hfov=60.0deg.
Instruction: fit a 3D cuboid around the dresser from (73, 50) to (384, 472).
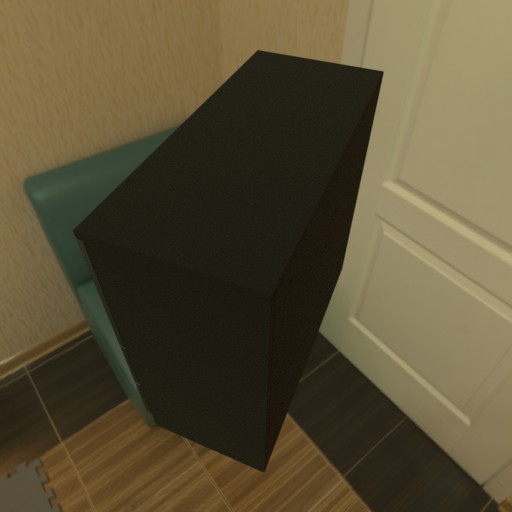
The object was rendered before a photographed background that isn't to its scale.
[{"bbox_3d":[0.000,0.000,1.146,0.360,0.720,0.750,17,49,15],"label":"dresser"}]
